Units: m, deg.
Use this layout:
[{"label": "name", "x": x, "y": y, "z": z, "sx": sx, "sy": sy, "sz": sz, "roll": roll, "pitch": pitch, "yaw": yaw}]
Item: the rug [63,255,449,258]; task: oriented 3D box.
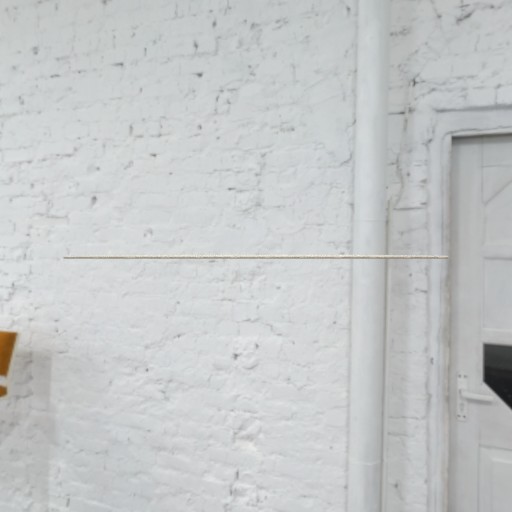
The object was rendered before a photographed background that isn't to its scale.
[{"label": "rug", "x": 0.000, "y": 0.000, "z": 2.882, "sx": 1.524, "sy": 0.011, "sz": 2.286, "roll": 0, "pitch": 0, "yaw": 0}]
